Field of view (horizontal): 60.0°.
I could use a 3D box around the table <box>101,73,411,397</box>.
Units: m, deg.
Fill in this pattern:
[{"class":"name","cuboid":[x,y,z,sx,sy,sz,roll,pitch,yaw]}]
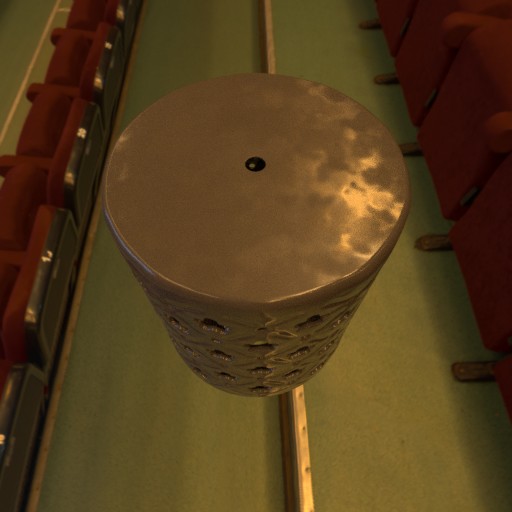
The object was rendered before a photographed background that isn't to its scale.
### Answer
[{"class":"table","cuboid":[0.000,0.000,0.661,0.352,0.387,0.352,0,58,0]}]
